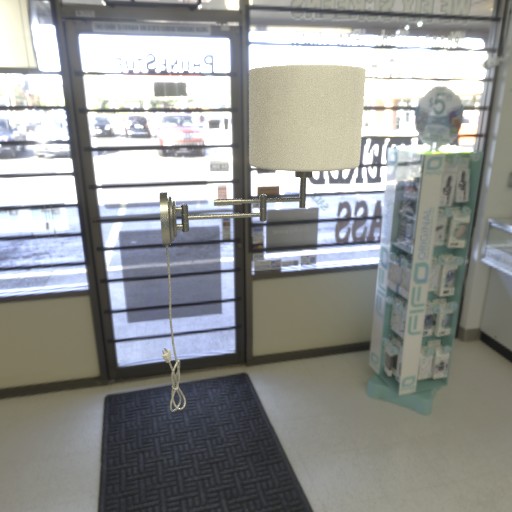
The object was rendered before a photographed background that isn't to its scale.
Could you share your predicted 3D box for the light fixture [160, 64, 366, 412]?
[{"bbox_3d":[0.000,0.000,1.079,0.479,0.842,0.253,-3,18,-10],"label":"light fixture"}]
